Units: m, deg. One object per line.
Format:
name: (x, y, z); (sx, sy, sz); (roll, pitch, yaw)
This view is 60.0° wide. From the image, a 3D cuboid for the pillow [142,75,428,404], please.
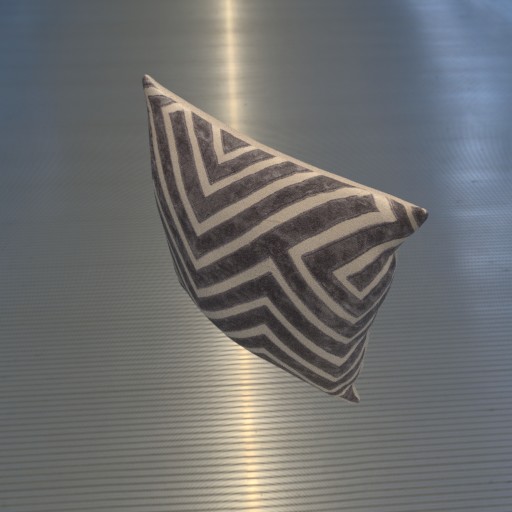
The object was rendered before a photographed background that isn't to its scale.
pillow: (0.000, 0.000, 0.678); (0.440, 0.441, 0.182); (32, 55, 27)
